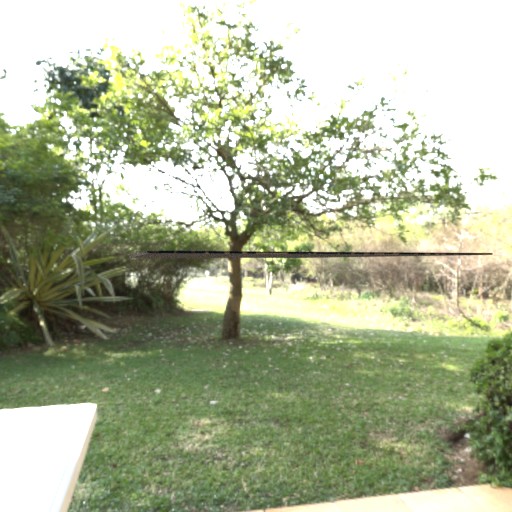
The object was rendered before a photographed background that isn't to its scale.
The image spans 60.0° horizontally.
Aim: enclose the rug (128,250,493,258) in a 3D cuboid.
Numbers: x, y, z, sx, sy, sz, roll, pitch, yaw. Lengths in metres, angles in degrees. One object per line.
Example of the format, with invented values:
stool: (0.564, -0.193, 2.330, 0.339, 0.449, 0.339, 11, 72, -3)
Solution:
rug: (0.000, 0.000, 2.289, 1.220, 0.007, 1.828, 0, -1, -18)
